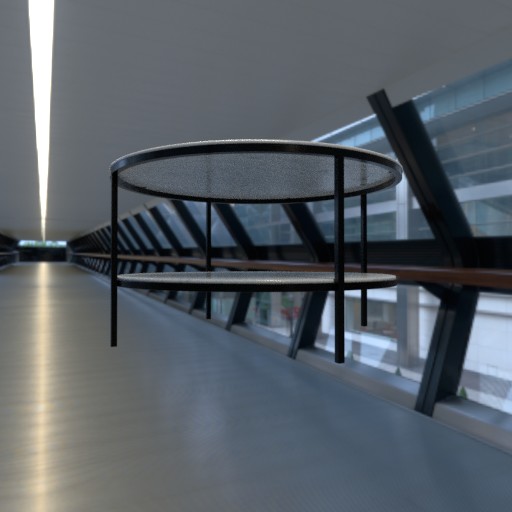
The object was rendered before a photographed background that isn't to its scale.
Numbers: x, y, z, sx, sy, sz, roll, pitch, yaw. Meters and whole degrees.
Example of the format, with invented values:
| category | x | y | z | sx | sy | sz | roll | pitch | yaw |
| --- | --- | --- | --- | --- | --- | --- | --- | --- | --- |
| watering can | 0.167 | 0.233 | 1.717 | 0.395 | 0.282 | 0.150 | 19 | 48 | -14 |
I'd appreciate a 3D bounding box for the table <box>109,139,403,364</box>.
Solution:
| category | x | y | z | sx | sy | sz | roll | pitch | yaw |
| --- | --- | --- | --- | --- | --- | --- | --- | --- | --- |
| table | 0.000 | 0.000 | 1.268 | 0.800 | 0.450 | 0.800 | 0 | -1 | 0 |
